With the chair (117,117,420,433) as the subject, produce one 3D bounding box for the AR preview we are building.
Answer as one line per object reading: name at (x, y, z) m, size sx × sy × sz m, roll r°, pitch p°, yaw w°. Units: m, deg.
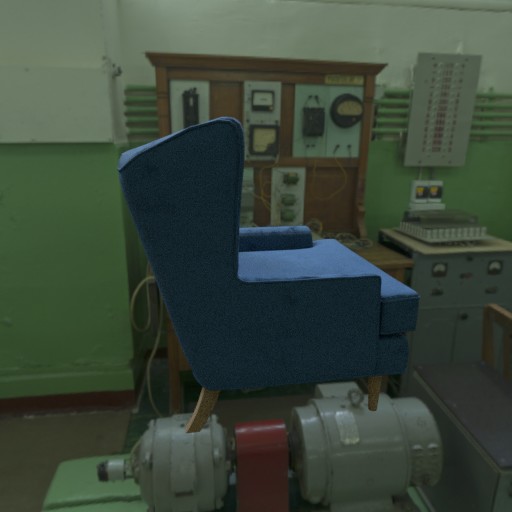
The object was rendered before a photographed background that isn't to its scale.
chair at (0.000, 0.000, 1.635) m, size 0.910 × 0.952 × 0.793 m, roll -3°, pitch 16°, yaw -10°
